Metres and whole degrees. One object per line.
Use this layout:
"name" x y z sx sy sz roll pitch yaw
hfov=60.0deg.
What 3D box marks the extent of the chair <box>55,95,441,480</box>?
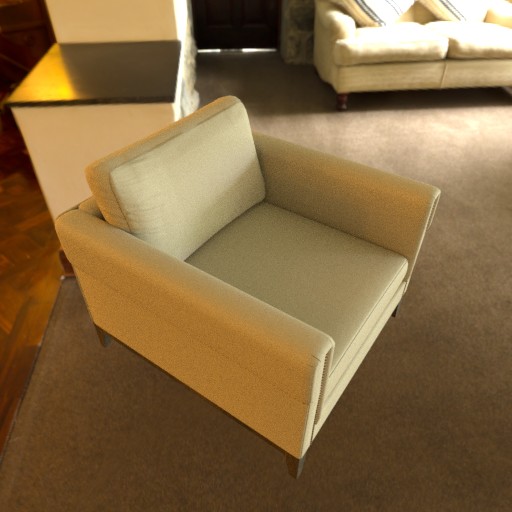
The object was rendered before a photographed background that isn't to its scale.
"chair" 0.000 0.000 1.621 0.959 0.838 0.914 25 47 26
